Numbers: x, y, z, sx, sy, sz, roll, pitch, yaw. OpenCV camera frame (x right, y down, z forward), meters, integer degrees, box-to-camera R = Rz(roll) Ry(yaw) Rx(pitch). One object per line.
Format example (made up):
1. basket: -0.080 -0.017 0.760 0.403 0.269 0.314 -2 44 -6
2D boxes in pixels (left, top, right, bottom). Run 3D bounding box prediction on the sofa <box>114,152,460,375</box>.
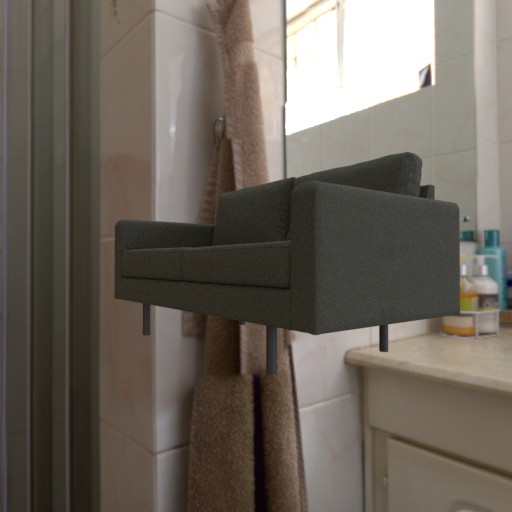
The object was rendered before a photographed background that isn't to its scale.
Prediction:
1. sofa: 0.000 0.000 2.305 0.889 0.897 1.730 1 -1 -38
